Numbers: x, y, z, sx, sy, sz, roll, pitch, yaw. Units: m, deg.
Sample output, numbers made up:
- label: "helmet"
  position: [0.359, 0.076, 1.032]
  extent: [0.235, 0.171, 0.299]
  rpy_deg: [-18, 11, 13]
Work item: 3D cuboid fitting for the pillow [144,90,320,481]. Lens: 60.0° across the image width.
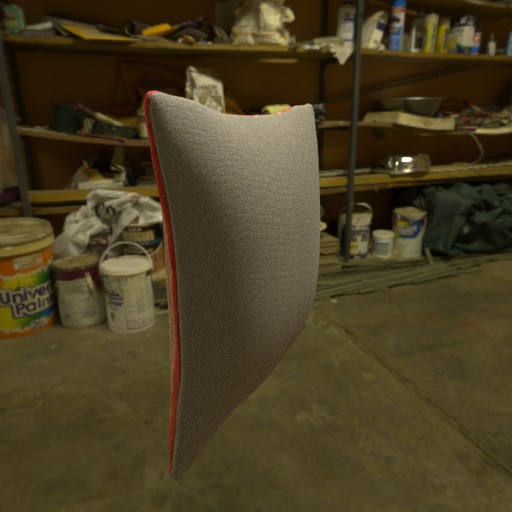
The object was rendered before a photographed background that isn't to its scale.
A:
- label: "pillow"
  position: [0.000, 0.000, 0.625]
  extent: [0.136, 0.419, 0.437]
  rpy_deg: [8, 19, 25]
